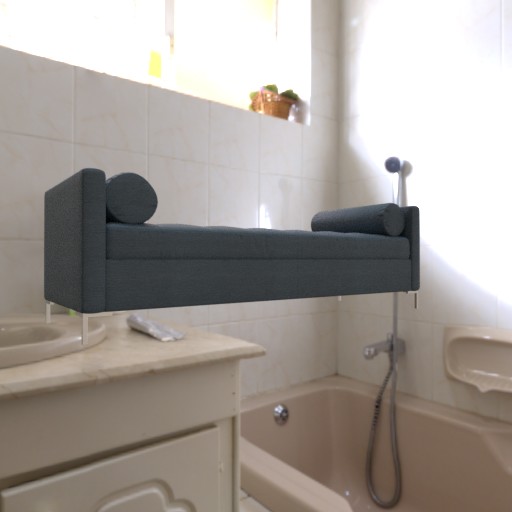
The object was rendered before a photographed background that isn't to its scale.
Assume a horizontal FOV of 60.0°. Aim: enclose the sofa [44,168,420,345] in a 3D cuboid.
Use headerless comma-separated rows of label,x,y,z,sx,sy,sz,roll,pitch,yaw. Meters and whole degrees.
sofa,0.000,0.000,2.392,1.981,0.635,0.686,0,0,-36
